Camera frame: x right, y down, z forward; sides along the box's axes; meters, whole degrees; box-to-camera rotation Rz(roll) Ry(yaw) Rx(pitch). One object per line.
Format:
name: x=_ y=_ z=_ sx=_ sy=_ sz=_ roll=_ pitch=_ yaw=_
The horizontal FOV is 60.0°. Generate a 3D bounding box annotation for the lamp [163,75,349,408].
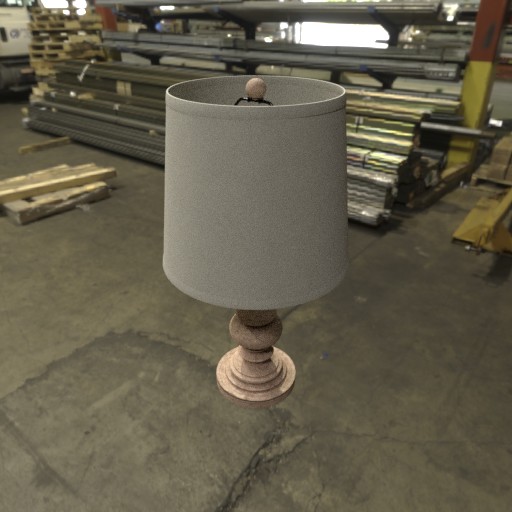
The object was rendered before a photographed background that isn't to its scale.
lamp: x=0.000 y=0.000 z=0.661 sx=0.273 sy=0.497 sz=0.273 roll=0 pitch=30 yaw=0
